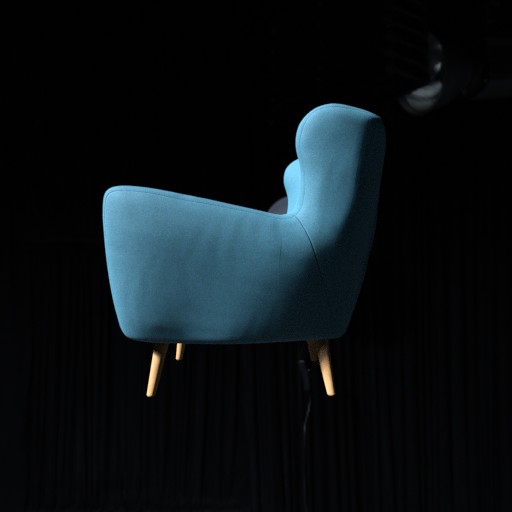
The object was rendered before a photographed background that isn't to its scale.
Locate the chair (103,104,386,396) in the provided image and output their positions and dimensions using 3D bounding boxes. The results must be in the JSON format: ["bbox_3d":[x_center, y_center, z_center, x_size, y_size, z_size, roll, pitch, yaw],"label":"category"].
[{"bbox_3d":[0.000,0.000,1.656,0.889,0.889,0.890,0,0,1],"label":"chair"}]
